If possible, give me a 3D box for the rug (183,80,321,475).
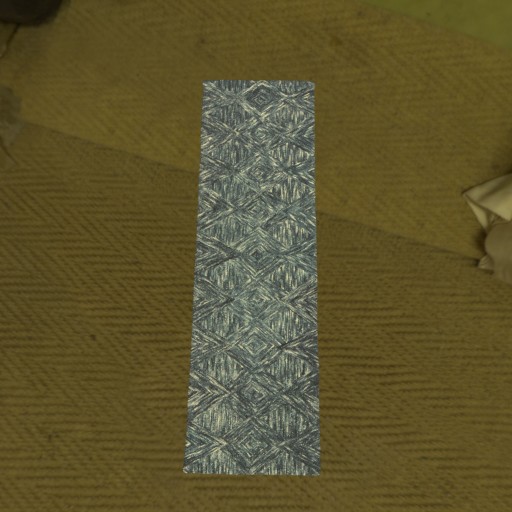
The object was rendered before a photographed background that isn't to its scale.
[{"bbox_3d":[0.000,0.000,2.545,0.719,0.013,2.306,1,76,0],"label":"rug"}]
